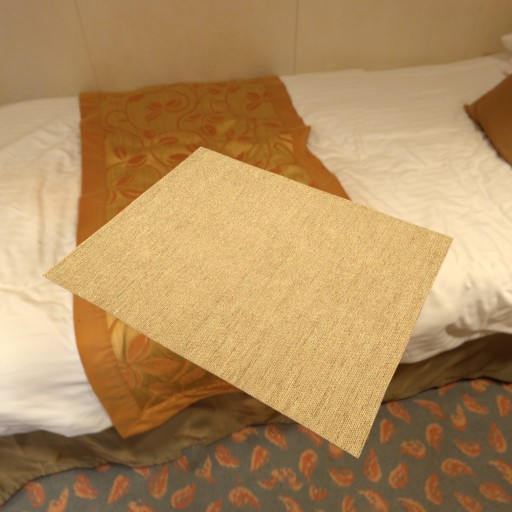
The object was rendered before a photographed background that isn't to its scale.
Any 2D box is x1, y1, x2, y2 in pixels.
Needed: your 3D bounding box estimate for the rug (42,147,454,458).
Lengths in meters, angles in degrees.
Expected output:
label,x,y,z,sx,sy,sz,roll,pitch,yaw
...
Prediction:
label,x,y,z,sx,sy,sz,roll,pitch,yaw
rug,0.000,0.000,4.142,3.034,0.012,2.406,24,51,21
